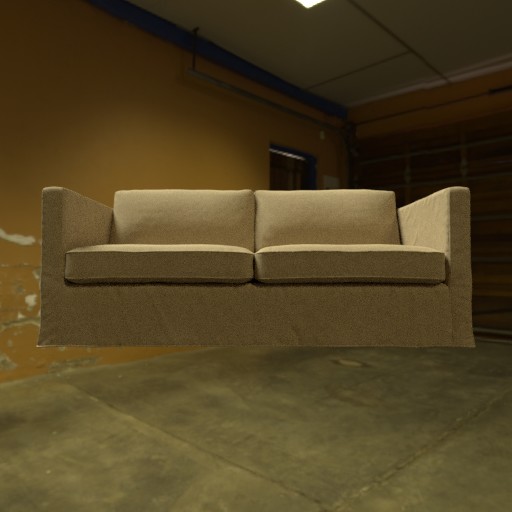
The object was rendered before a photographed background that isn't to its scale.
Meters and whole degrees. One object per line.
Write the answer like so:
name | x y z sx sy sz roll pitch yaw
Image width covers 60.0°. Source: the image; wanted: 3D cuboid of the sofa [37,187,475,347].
sofa | 0.000 0.000 2.414 1.959 0.835 0.962 0 -2 0
